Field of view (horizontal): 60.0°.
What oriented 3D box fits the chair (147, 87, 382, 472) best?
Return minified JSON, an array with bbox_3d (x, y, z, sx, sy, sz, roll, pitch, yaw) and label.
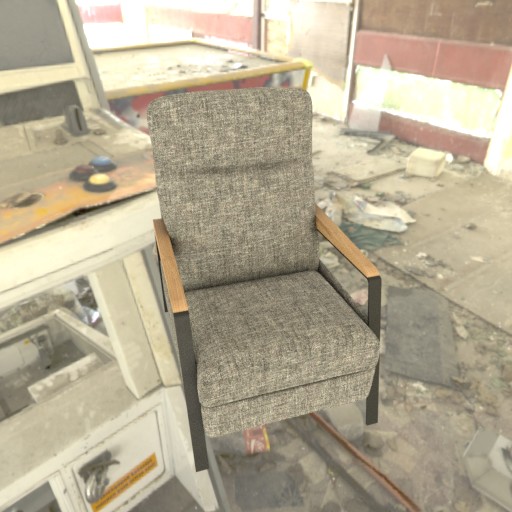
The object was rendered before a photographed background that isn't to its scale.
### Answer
[{"bbox_3d":[0.000,0.000,1.615,0.671,1.042,0.868,-9,33,-14],"label":"chair"}]
